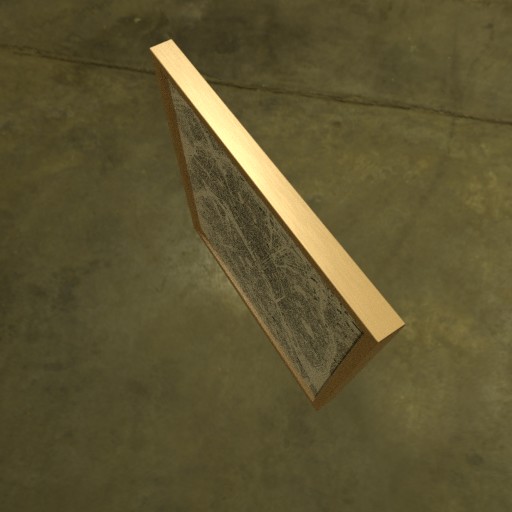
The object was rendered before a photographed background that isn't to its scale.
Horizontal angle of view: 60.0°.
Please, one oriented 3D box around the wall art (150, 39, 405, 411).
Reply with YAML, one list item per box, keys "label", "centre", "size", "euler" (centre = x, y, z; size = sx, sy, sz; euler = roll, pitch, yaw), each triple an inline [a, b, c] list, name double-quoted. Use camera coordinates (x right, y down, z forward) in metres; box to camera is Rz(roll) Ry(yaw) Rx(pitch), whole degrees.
- label: "wall art"
  centre: [0.000, 0.000, 0.768]
  size: [0.036, 0.509, 0.509]
  euler: [-30, 67, -14]
